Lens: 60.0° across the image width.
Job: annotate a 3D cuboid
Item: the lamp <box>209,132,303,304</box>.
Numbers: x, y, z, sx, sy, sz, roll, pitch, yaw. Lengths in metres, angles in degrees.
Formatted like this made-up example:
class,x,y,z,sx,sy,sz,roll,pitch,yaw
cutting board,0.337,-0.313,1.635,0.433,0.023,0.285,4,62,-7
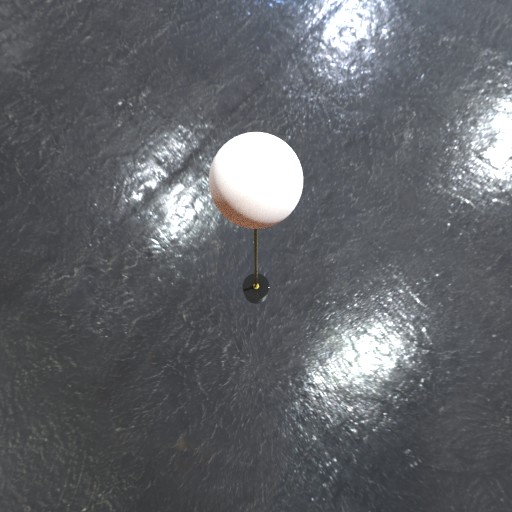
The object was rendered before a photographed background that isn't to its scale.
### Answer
class,x,y,z,sx,sy,sz,roll,pitch,yaw
lamp,0.000,0.000,1.811,0.229,1.748,0.229,42,80,9
